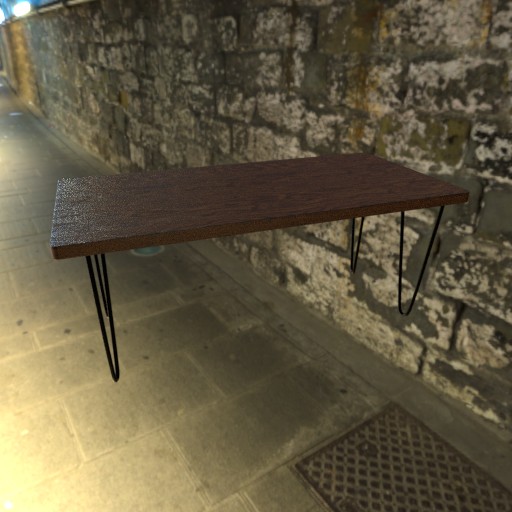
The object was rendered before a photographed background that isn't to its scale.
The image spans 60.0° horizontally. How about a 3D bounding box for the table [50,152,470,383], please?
[{"bbox_3d":[0.000,0.000,2.292,1.791,0.753,0.883,-9,27,-18],"label":"table"}]
